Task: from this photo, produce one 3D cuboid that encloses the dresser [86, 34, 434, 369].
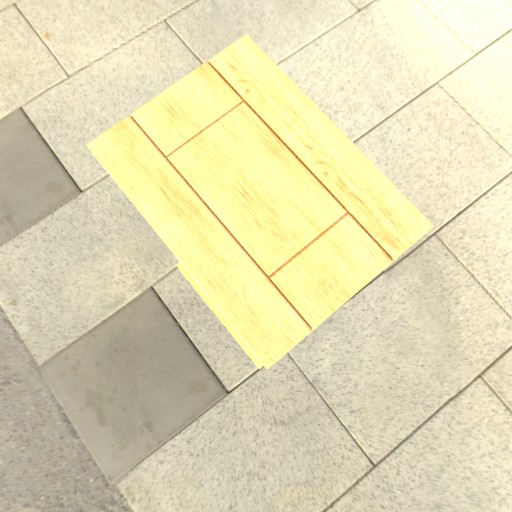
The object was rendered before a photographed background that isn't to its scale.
[{"bbox_3d":[0.000,0.000,1.317,0.390,1.041,0.531,-39,79,-9],"label":"dresser"}]
